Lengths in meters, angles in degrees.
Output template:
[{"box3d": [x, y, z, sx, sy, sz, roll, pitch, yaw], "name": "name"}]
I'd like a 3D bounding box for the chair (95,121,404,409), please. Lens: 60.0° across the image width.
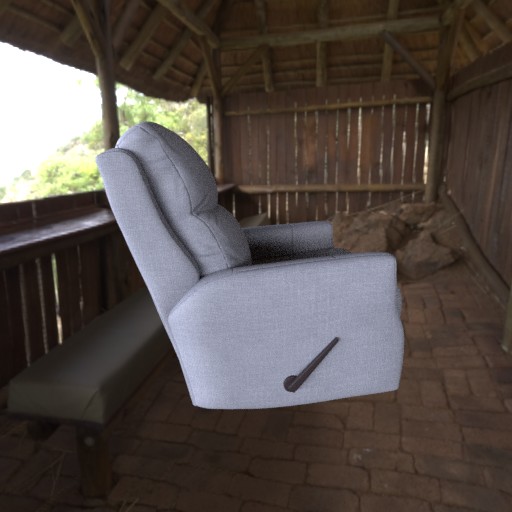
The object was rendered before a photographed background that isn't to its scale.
[{"box3d": [0.000, 0.000, 1.806, 1.080, 1.030, 0.829, -2, 14, -9], "name": "chair"}]
